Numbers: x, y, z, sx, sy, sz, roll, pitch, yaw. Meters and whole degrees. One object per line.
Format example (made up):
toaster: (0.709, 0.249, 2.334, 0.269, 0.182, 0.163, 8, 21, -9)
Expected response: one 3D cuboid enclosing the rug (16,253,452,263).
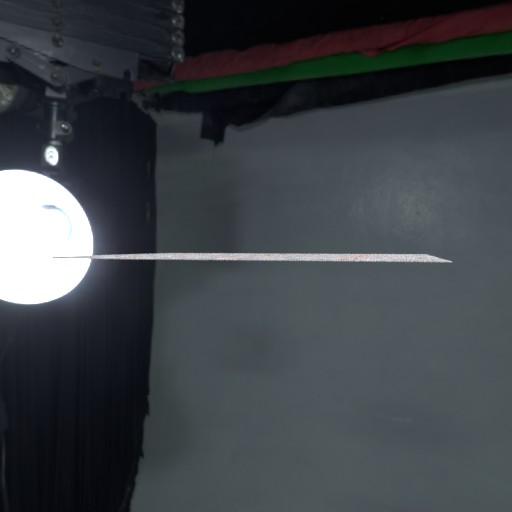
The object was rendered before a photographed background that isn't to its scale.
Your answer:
rug: (0.000, 0.000, 4.042, 3.035, 0.008, 2.425, 0, 1, 18)
